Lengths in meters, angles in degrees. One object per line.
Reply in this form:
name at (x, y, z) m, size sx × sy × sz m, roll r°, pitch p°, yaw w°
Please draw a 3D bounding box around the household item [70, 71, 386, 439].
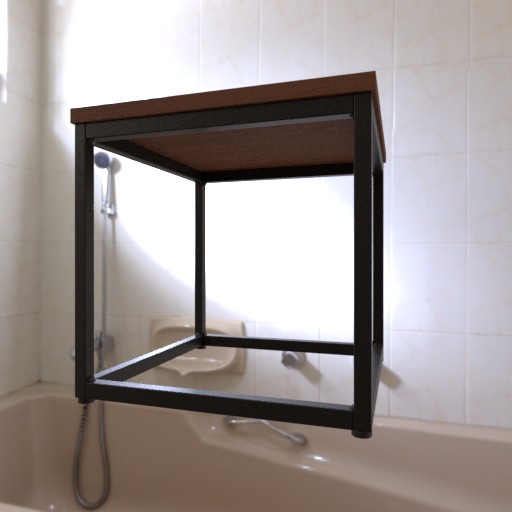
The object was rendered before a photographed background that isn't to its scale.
household item at (0.000, 0.000, 0.729) m, size 0.400 × 0.400 × 0.400 m, roll 0°, pitch 0°, yaw 18°
